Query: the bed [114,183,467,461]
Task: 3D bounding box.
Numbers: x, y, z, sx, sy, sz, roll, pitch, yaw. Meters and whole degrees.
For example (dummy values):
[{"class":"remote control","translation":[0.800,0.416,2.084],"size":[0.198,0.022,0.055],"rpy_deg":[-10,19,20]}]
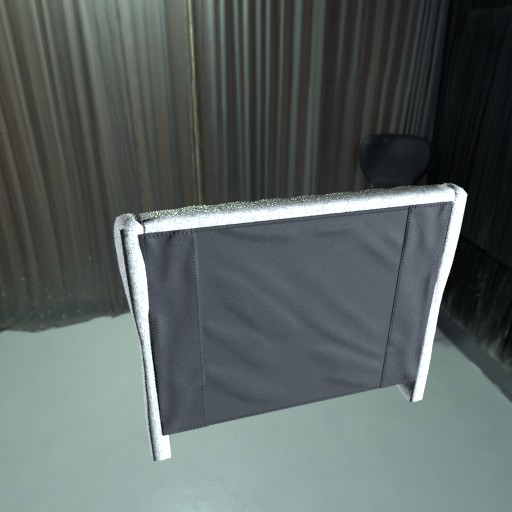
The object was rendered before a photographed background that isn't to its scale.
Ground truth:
[{"class":"bed","translation":[0.000,0.000,3.929],"size":[2.219,1.771,2.347],"rpy_deg":[-7,27,-14]}]
